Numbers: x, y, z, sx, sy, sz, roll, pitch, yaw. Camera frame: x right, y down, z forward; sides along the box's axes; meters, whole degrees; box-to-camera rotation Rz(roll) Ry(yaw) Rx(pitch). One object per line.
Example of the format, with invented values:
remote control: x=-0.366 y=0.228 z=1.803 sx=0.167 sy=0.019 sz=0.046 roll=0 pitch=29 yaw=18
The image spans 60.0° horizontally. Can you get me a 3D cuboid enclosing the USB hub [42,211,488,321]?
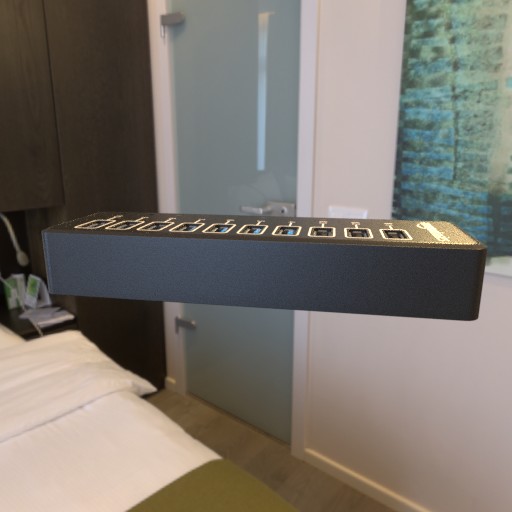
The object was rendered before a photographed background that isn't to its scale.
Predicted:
USB hub: x=0.000 y=0.000 z=0.162 sx=0.145 sy=0.023 sz=0.044 roll=3 pitch=15 yaw=10
